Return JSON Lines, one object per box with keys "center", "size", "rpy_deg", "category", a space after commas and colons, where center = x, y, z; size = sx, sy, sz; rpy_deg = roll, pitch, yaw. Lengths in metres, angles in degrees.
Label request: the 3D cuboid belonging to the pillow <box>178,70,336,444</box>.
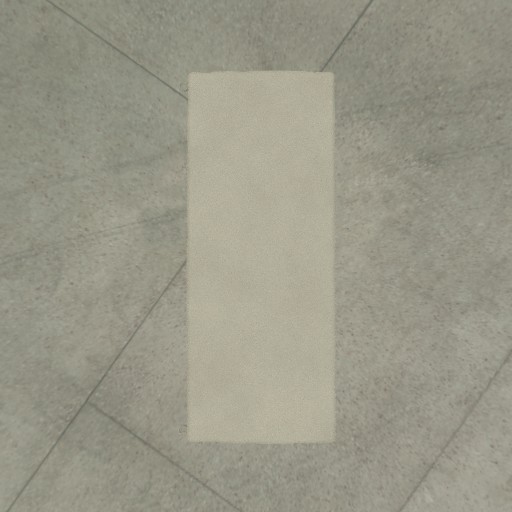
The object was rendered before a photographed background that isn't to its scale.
{"center": [0.000, 0.000, 1.387], "size": [0.492, 0.081, 1.187], "rpy_deg": [0, 89, 0], "category": "pillow"}
